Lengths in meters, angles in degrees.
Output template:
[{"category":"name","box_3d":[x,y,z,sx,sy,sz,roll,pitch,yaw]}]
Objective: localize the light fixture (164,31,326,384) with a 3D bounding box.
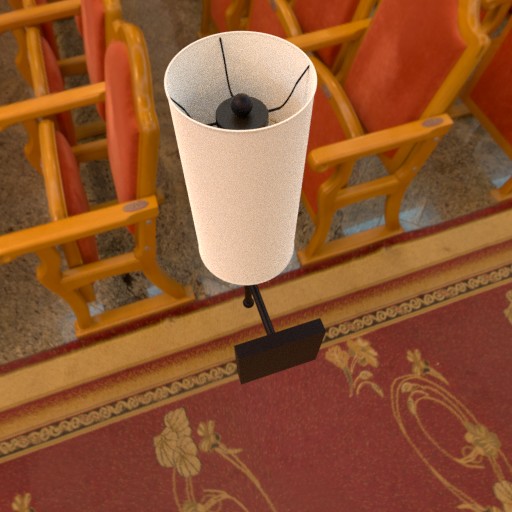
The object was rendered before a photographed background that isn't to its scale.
[{"category":"light fixture","box_3d":[0.000,0.000,0.551,0.128,0.462,0.208,-16,61,-9]}]
